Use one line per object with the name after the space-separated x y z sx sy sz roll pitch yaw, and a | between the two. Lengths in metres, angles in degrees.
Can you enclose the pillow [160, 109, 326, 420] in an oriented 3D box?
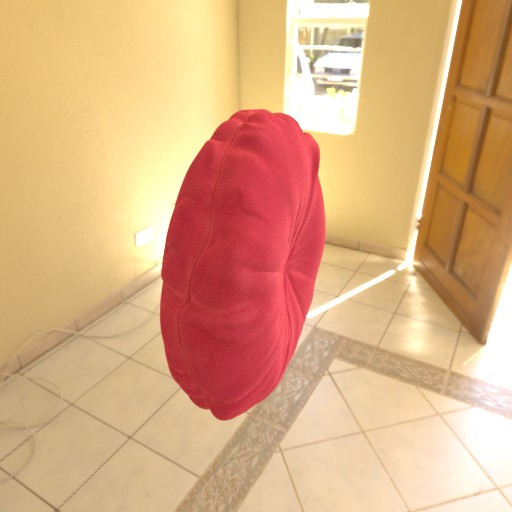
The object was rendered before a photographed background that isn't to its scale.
0.000 0.000 0.648 0.148 0.407 0.428 10 30 18 | pillow
